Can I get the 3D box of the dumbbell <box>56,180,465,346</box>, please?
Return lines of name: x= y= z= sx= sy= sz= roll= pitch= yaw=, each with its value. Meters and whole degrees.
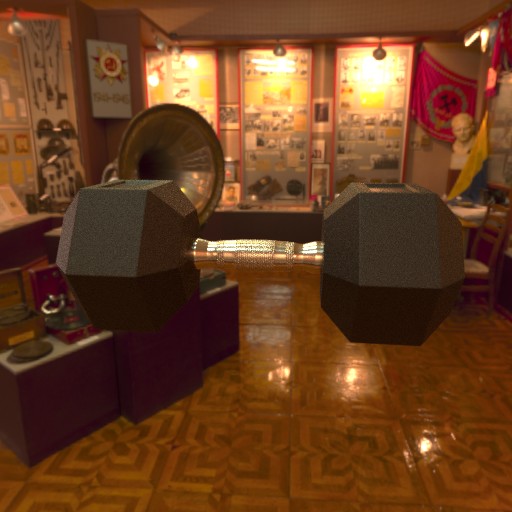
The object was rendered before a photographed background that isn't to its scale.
dumbbell: x=0.000 y=0.000 z=0.434 sx=0.361 sy=0.137 sz=0.157 roll=2 pitch=15 yaw=7
